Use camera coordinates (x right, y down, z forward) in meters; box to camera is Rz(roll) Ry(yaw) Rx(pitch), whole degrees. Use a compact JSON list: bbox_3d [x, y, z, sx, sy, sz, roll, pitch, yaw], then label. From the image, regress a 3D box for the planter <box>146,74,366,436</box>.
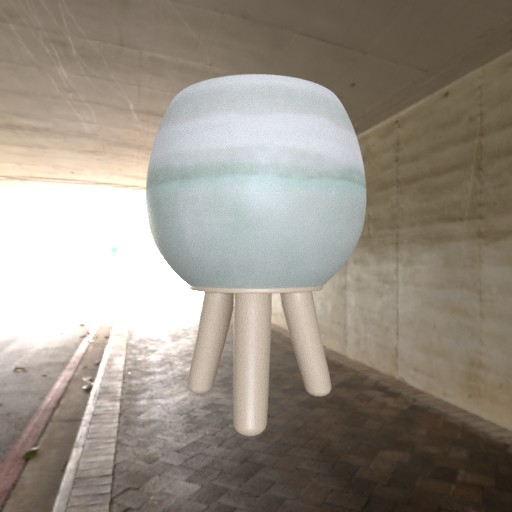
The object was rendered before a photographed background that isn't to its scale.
[{"bbox_3d":[0.000,0.000,0.333,0.161,0.224,0.161,0,-1,0],"label":"planter"}]
